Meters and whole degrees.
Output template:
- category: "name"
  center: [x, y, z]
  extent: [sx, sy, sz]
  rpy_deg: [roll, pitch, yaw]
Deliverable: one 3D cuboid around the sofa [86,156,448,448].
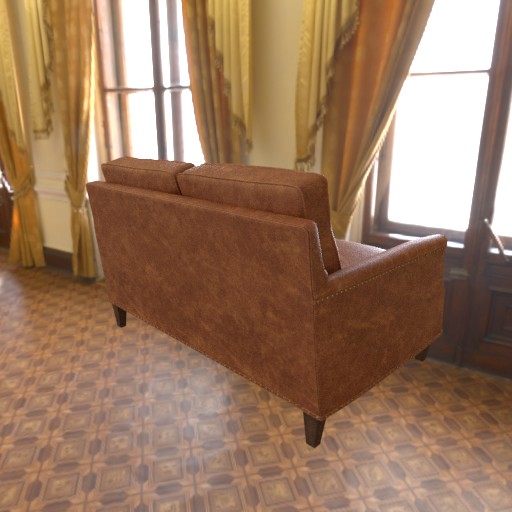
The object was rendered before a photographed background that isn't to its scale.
- category: "sofa"
  center: [0.000, 0.000, 2.290]
  extent: [1.084, 1.003, 1.597]
  rpy_deg: [-16, 23, -43]
